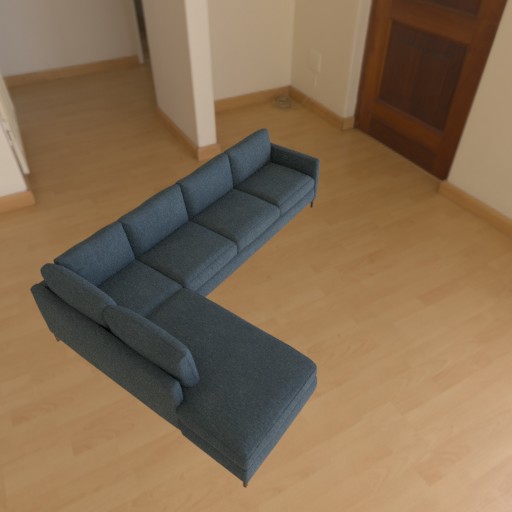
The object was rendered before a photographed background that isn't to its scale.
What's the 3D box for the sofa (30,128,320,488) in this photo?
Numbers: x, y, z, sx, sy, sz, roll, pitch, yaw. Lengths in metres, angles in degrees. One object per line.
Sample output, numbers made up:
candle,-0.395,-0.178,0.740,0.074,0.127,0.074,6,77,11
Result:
sofa,0.000,0.000,3.792,2.007,0.815,2.949,26,48,26
